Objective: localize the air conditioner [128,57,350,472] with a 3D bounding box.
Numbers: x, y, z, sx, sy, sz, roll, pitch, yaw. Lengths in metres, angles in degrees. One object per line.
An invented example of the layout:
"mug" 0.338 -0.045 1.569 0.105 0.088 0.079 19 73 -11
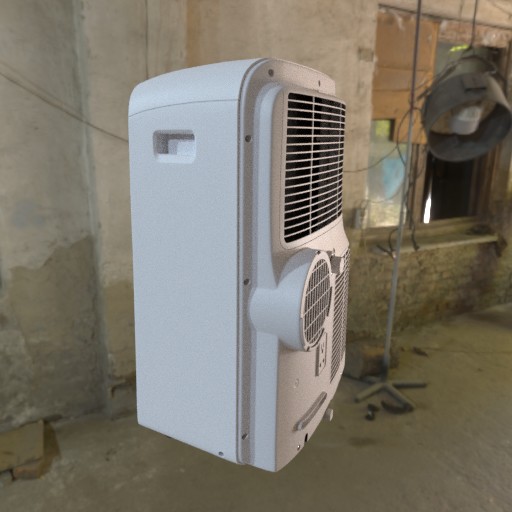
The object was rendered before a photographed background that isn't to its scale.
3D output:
"air conditioner" 0.000 0.000 0.913 0.365 0.700 0.454 7 17 25
